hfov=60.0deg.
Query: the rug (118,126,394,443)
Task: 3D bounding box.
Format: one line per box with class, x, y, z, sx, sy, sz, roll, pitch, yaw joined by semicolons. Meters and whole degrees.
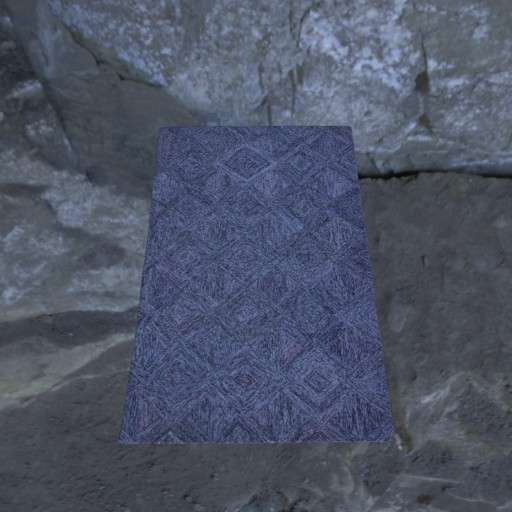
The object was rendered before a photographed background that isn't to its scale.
rug;0.000;0.000;2.246;1.158;0.013;1.752;0;62;0
